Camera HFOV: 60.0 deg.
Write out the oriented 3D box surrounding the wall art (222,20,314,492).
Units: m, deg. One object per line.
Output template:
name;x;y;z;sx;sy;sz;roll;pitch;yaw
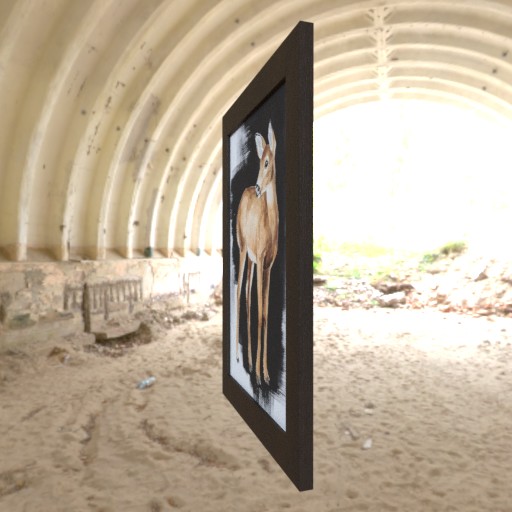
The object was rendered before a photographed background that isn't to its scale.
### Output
wall art;0.000;0.000;0.655;0.017;0.513;0.359;0;0;-18
